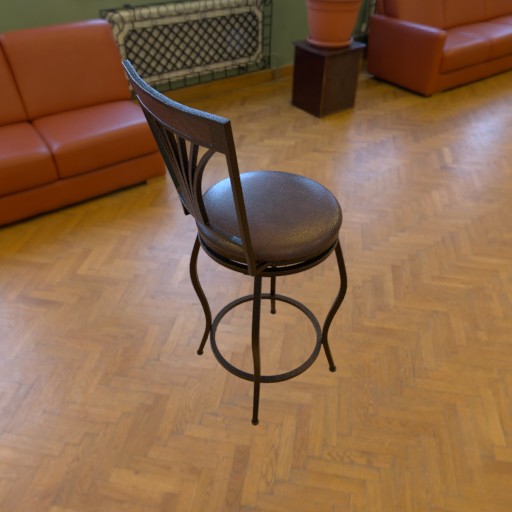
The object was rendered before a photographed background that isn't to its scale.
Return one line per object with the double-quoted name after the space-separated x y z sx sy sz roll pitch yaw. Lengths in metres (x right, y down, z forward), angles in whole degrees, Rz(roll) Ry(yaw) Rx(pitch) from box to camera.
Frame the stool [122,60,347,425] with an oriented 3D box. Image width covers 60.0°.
0.000 0.000 1.357 0.514 1.117 0.433 -25 46 -27 "stool"
